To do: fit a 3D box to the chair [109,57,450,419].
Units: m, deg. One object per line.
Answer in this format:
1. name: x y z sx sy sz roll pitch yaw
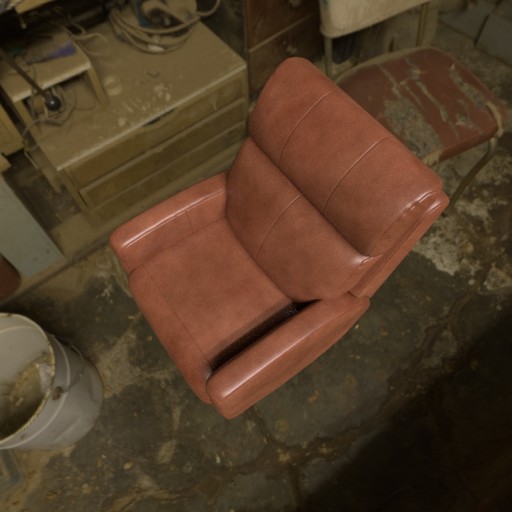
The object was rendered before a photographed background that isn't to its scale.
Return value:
1. chair: 0.000 0.000 1.688 0.939 1.016 0.787 -33 68 -15
